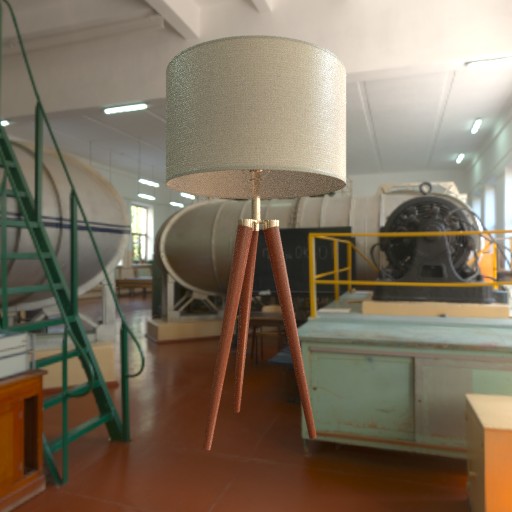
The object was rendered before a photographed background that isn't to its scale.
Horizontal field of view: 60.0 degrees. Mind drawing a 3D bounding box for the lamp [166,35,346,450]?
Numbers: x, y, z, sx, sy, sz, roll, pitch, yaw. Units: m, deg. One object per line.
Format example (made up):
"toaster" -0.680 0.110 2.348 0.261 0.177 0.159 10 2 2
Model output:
"lamp" 0.000 0.000 0.888 0.354 0.709 0.355 0 0 -37
